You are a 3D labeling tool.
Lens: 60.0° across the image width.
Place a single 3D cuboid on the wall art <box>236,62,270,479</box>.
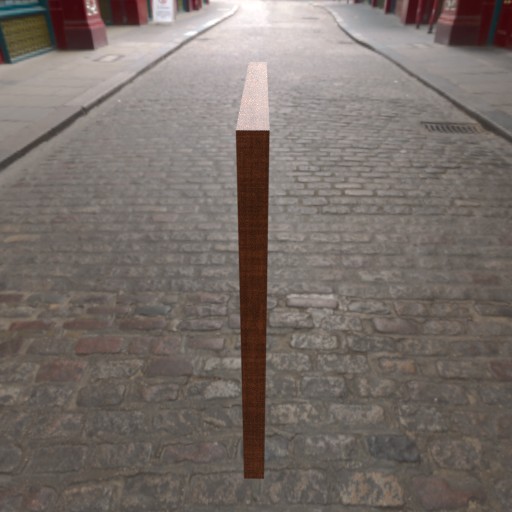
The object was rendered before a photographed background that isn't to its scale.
[{"bbox_3d":[0.000,0.000,0.777,0.033,0.567,0.467,0,31,1],"label":"wall art"}]
